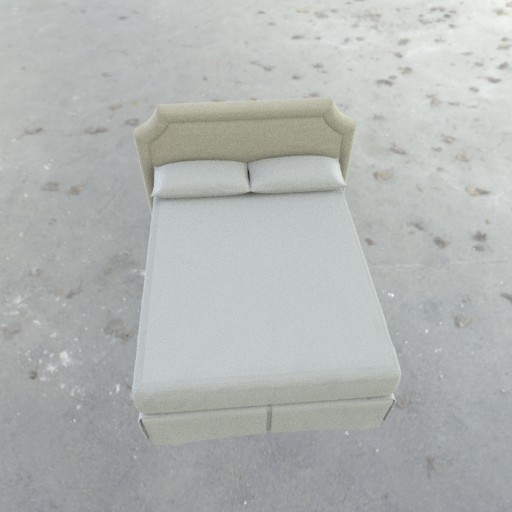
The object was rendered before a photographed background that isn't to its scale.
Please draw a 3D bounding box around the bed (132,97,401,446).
[{"bbox_3d":[0.000,0.000,3.236,1.828,1.297,2.164,-3,48,-3],"label":"bed"}]
